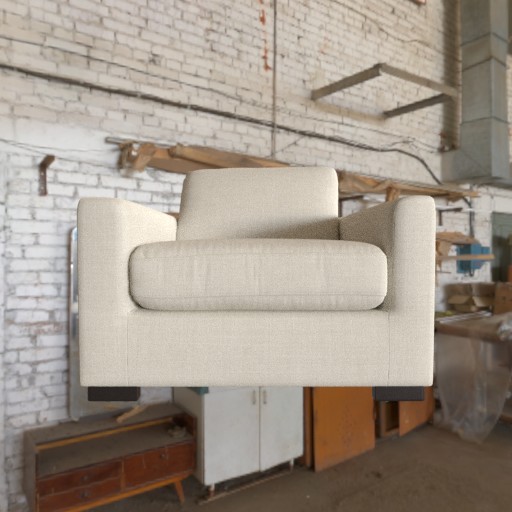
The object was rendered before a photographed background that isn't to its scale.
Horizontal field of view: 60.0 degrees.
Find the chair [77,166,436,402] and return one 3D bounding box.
[{"bbox_3d":[0.000,0.000,1.834,1.070,0.876,1.100,0,0,0],"label":"chair"}]
